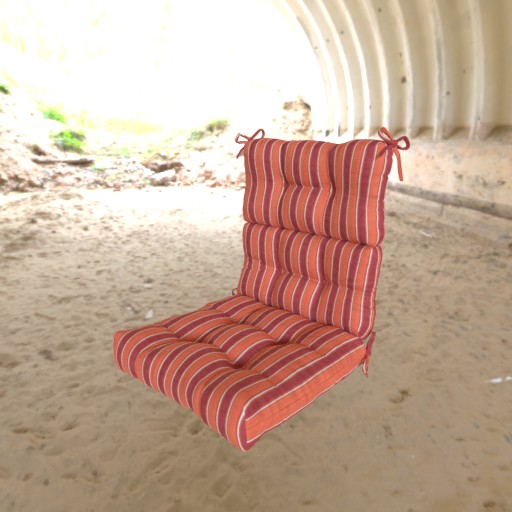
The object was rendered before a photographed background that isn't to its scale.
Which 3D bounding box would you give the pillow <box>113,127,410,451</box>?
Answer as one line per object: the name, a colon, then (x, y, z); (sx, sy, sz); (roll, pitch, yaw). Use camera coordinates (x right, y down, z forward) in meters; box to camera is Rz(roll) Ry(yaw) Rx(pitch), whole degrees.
pillow: (0.000, 0.000, 1.081); (0.519, 0.605, 0.571); (14, 21, 41)
